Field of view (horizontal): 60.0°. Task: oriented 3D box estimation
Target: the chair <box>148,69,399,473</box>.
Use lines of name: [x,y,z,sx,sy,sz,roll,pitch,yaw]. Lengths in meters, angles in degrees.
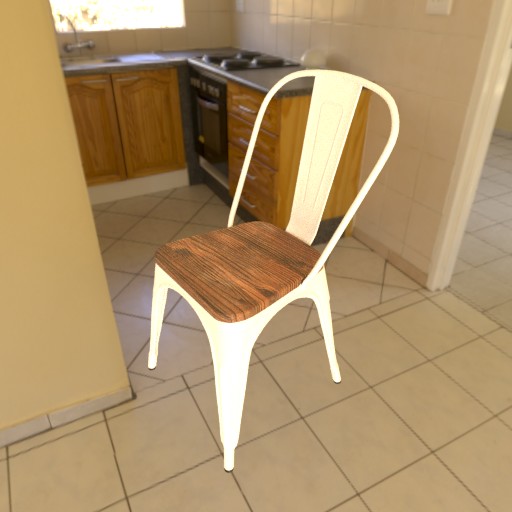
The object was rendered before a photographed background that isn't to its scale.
chair: [0.000,0.000,1.157,0.521,0.851,0.452,-22,38,-31]
